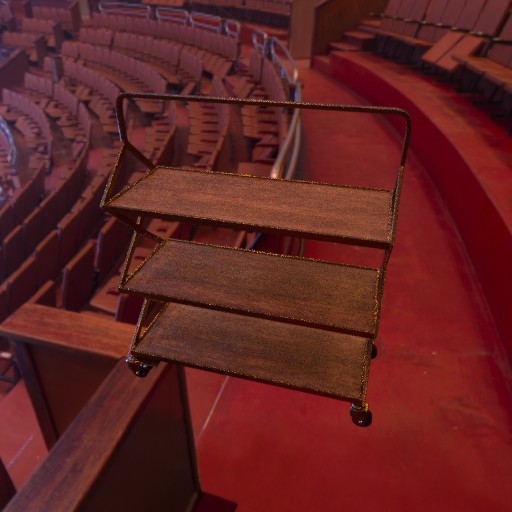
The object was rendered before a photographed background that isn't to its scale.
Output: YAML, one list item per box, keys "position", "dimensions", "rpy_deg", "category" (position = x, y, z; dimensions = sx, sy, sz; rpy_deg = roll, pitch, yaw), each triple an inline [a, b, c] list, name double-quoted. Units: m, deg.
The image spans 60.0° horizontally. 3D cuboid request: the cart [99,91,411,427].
- position: [0.000, 0.000, 1.190]
  dimensions: [0.723, 0.805, 0.313]
  rpy_deg: [8, 32, 14]
  category: "cart"
